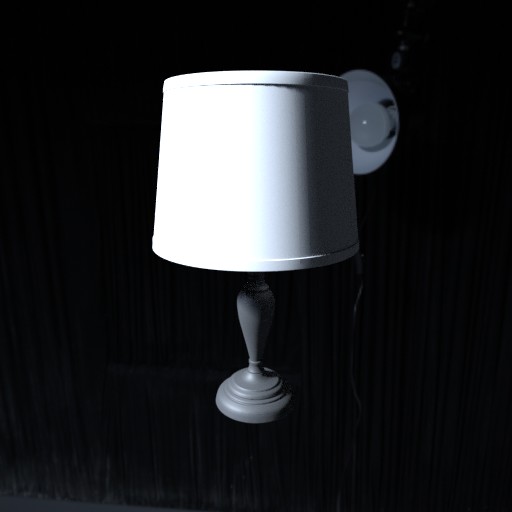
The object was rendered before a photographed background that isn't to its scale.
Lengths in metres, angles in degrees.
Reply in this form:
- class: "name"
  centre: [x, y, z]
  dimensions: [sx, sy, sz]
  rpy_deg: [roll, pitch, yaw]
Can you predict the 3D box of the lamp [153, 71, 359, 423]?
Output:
- class: "lamp"
  centre: [0.000, 0.000, 0.687]
  dimensions: [0.310, 0.501, 0.310]
  rpy_deg: [0, 15, 0]
